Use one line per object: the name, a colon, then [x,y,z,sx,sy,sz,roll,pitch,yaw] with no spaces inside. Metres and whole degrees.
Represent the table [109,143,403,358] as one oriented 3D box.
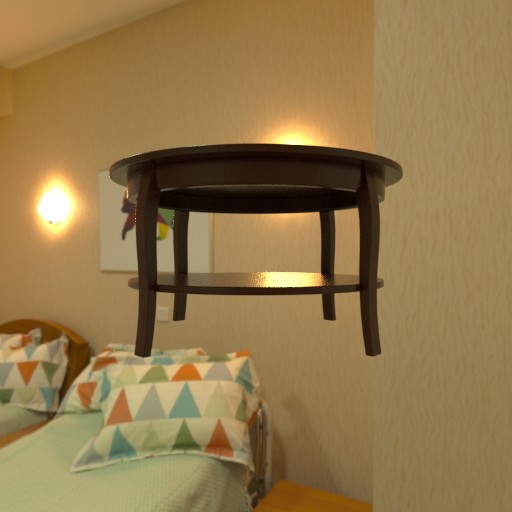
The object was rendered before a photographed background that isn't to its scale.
table: [0.000,0.000,1.449,0.911,0.512,0.911,0,0,0]
